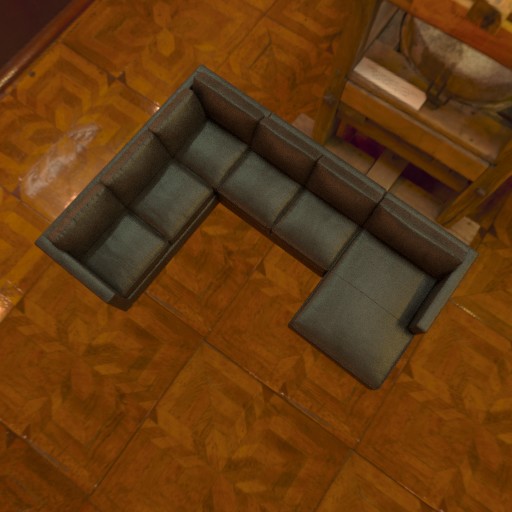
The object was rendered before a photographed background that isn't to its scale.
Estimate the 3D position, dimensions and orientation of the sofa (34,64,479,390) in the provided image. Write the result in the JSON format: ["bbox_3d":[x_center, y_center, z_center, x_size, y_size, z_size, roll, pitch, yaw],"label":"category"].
[{"bbox_3d":[0.000,0.000,4.364,3.324,0.891,2.452,37,78,9],"label":"sofa"}]
